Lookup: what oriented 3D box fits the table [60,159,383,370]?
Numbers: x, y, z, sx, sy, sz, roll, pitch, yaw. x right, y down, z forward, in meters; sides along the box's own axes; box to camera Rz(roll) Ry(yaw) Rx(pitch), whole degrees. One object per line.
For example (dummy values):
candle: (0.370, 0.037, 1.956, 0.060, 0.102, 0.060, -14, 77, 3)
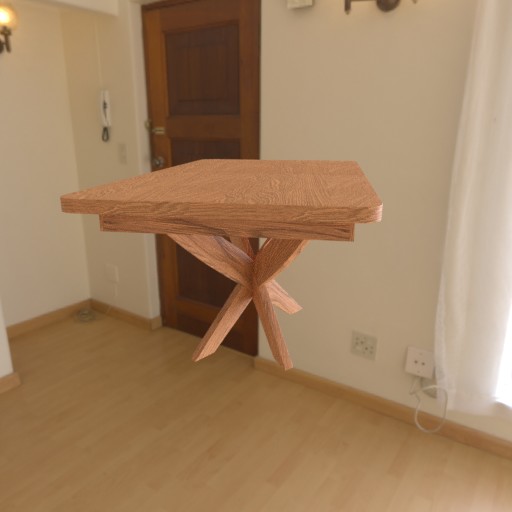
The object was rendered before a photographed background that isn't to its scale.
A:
table: (0.000, 0.000, 2.086, 0.950, 0.770, 1.600, 3, 17, 9)
